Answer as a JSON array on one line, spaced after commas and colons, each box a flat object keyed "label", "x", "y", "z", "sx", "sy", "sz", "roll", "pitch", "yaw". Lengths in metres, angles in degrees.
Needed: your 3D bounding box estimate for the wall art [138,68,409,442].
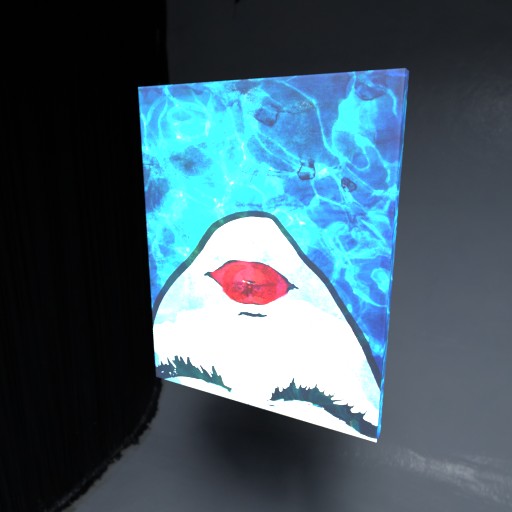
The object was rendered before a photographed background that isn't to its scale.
[{"label": "wall art", "x": 0.000, "y": 0.000, "z": 1.022, "sx": 0.609, "sy": 0.760, "sz": 0.038, "roll": 7, "pitch": 16, "yaw": 26}]
